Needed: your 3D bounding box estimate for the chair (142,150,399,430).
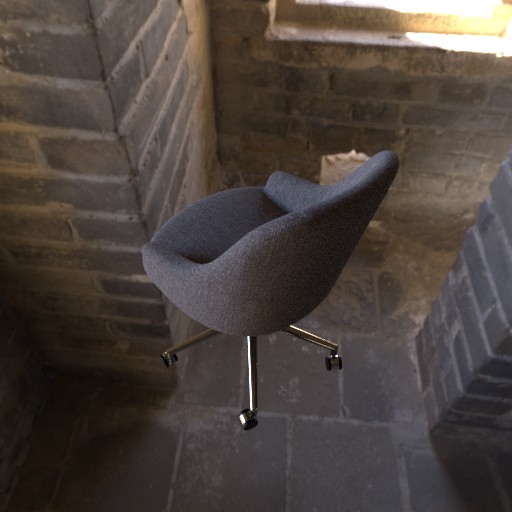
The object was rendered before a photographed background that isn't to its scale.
[{"bbox_3d":[0.000,0.000,1.398,0.671,0.950,0.712,-33,55,-28],"label":"chair"}]
